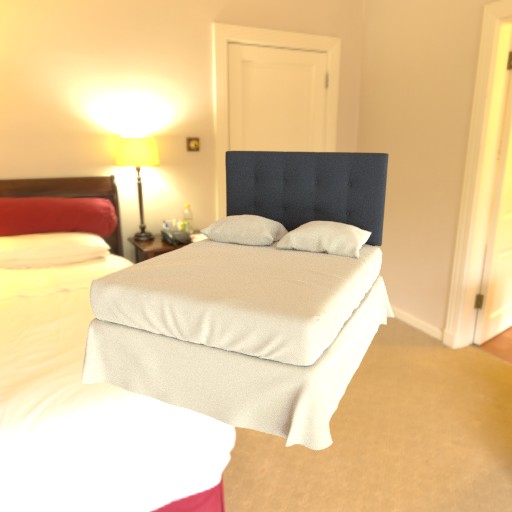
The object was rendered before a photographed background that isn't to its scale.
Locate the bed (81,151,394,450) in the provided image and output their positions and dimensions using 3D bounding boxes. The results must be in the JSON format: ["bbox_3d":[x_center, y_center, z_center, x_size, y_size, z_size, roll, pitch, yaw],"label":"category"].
[{"bbox_3d":[0.000,0.000,3.558,1.936,1.577,2.222,7,17,25],"label":"bed"}]
